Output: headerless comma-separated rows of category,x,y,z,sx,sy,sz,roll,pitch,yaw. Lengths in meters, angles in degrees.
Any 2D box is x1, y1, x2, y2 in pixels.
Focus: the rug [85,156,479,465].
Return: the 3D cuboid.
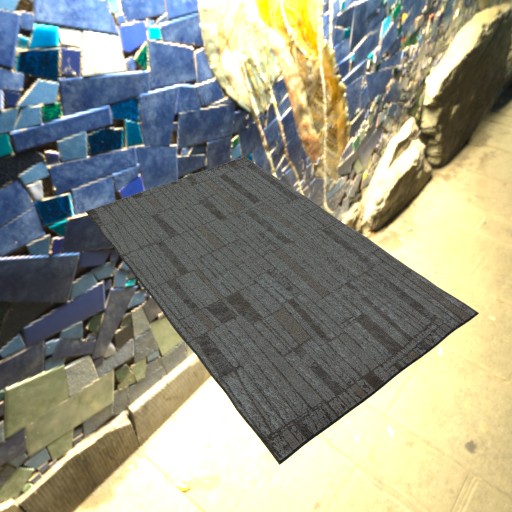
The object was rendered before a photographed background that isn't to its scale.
rug,0.000,0.000,3.058,1.531,0.023,2.444,-25,46,-27
